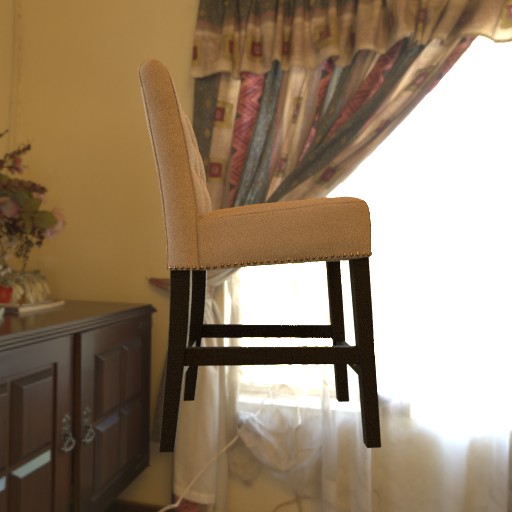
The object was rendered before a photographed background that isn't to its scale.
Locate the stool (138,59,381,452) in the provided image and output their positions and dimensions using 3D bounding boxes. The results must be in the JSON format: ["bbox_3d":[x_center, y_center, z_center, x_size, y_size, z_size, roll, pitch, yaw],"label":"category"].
[{"bbox_3d":[0.000,0.000,1.194,0.571,0.885,0.427,0,0,-1],"label":"stool"}]
